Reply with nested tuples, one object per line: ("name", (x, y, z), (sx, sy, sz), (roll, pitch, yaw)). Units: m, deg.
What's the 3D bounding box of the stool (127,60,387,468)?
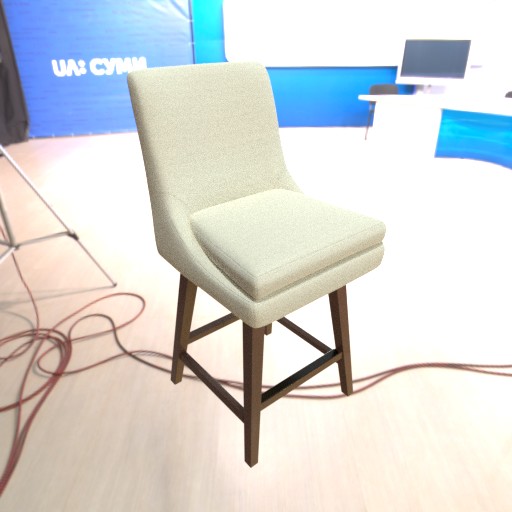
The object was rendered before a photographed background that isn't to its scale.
("stool", (0.000, 0.000, 1.284), (0.483, 0.991, 0.559), (-22, 35, -34))
